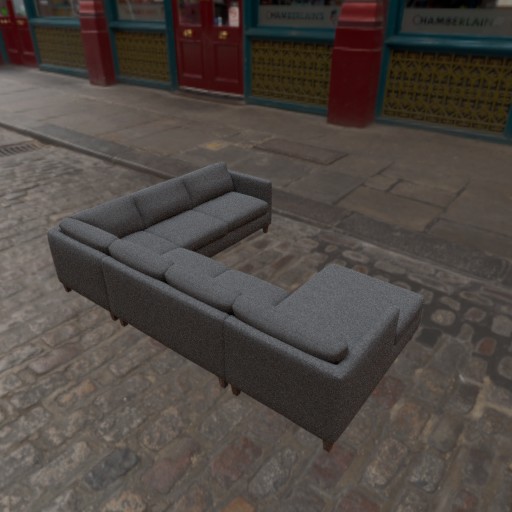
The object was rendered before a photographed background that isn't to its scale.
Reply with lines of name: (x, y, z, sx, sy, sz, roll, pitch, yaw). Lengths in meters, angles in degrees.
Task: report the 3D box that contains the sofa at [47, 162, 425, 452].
sofa: (0.000, 0.000, 4.414, 3.238, 0.853, 2.551, 21, 35, 32)
